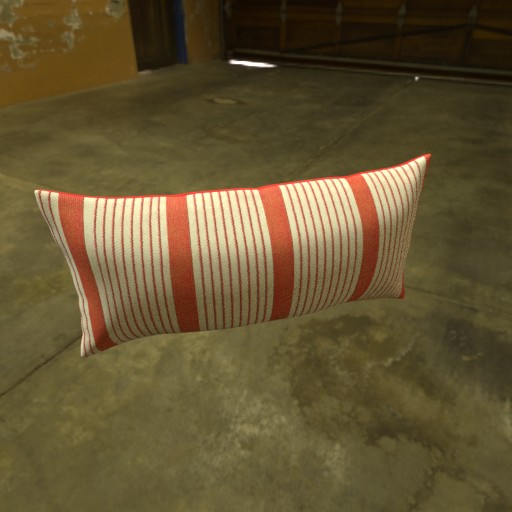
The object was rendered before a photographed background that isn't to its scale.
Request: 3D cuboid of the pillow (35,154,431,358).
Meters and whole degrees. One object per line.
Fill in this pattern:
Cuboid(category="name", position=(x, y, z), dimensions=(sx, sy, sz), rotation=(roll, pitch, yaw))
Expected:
Cuboid(category="pillow", position=(0.000, 0.000, 0.730), dimensions=(0.608, 0.297, 0.151), rotation=(-8, 32, -13))
